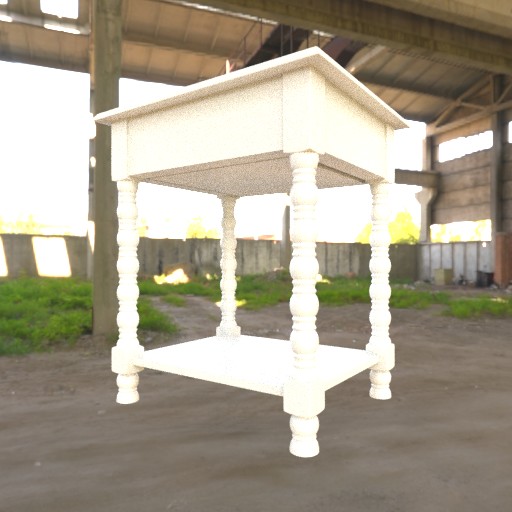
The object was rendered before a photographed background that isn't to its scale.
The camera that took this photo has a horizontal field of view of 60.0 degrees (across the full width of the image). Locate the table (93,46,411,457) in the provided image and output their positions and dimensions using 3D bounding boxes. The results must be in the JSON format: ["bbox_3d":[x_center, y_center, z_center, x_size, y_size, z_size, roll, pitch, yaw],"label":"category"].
[{"bbox_3d":[0.000,0.000,0.829,0.460,0.531,0.381,0,0,35],"label":"table"}]
